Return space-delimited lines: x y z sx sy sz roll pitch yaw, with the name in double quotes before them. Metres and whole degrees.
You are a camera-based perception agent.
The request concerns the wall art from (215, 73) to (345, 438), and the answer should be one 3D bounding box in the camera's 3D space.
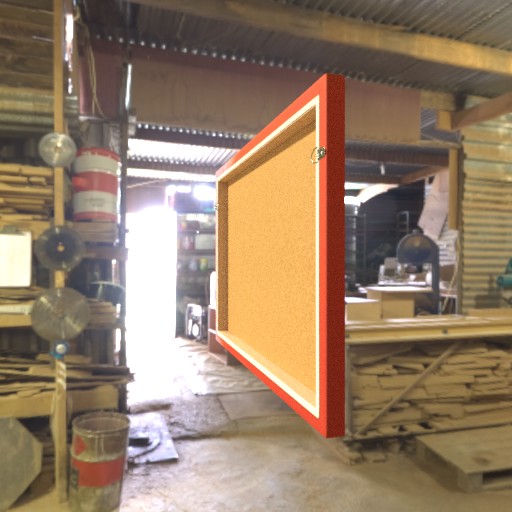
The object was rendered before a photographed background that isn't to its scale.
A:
"wall art" 0.000 0.000 1.174 0.040 0.609 0.913 0 0 -17
